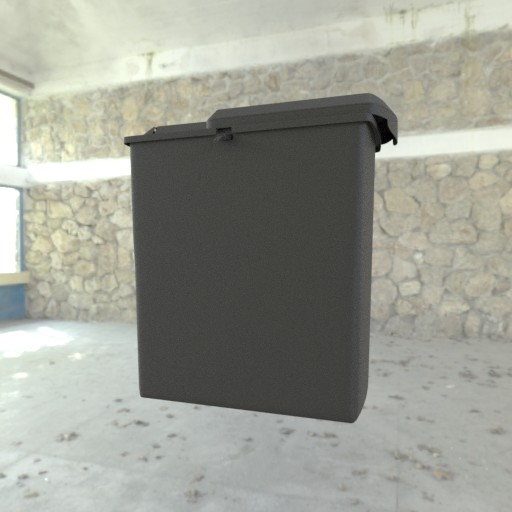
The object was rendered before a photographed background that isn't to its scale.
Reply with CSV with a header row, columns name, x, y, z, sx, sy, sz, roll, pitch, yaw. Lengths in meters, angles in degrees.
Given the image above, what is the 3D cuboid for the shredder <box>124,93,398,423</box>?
name,x,y,z,sx,sy,sz,roll,pitch,yaw
shredder,0.000,0.000,0.528,0.320,0.335,0.170,0,1,19
